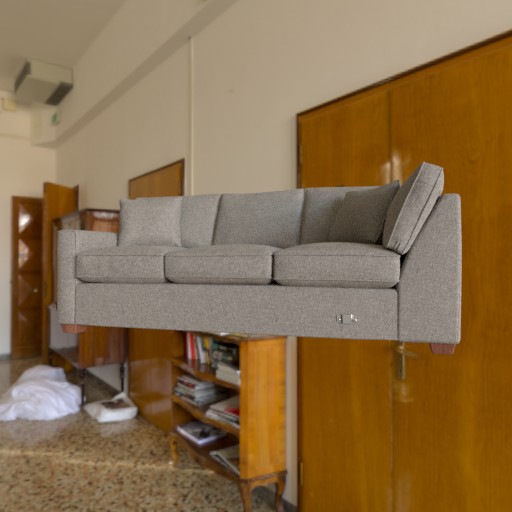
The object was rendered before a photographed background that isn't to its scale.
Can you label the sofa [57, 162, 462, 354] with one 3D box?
[{"bbox_3d":[0.000,0.000,2.859,2.317,0.962,1.061,0,-1,18],"label":"sofa"}]
